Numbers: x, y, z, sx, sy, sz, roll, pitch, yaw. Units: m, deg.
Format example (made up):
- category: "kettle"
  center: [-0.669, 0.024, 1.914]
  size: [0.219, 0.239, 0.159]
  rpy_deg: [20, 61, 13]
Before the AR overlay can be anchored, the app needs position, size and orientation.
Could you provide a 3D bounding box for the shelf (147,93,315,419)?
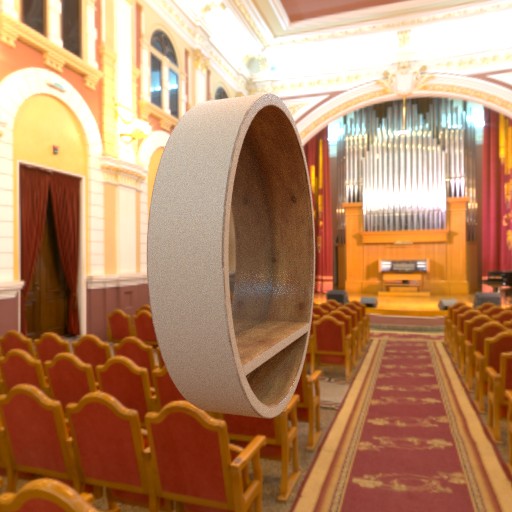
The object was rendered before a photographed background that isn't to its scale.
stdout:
- category: "shelf"
  center: [0.000, 0.000, 1.187]
  size: [0.158, 0.807, 0.806]
  rpy_deg: [0, 0, 19]
